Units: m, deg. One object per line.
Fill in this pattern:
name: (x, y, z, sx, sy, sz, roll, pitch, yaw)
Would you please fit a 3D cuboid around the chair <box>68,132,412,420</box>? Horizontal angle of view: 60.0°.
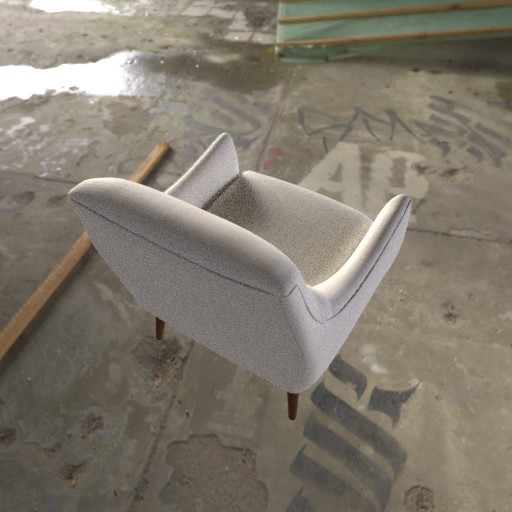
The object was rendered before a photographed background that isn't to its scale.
chair: (0.000, 0.000, 1.448, 0.762, 0.838, 0.787, 25, 51, 22)
